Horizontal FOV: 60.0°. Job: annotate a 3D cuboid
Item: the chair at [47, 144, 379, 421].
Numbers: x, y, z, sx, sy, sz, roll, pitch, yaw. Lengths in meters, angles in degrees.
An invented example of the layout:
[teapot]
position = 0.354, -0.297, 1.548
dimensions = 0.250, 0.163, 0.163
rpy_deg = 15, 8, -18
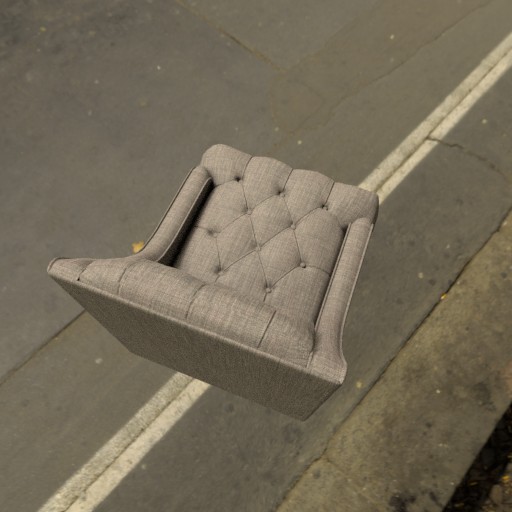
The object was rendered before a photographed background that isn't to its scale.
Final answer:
[chair]
position = 0.000, 0.000, 1.395
dimensions = 0.655, 0.891, 0.771
rpy_deg = 19, 66, 9
